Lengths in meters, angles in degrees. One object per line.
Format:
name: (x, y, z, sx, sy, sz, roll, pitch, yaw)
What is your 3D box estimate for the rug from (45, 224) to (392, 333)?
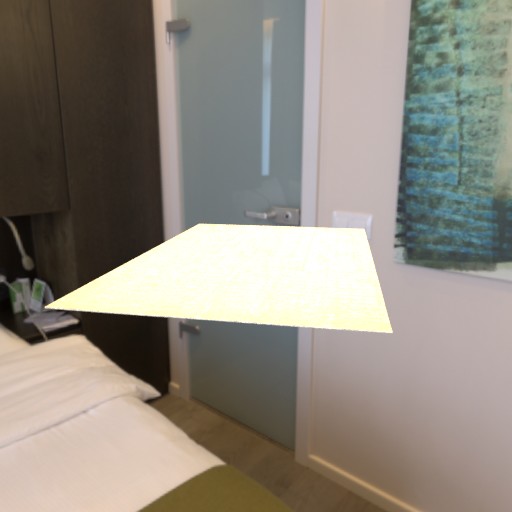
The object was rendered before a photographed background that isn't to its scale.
rug: (0.000, 0.000, 2.362, 1.211, 0.007, 1.827, 3, 14, 10)
